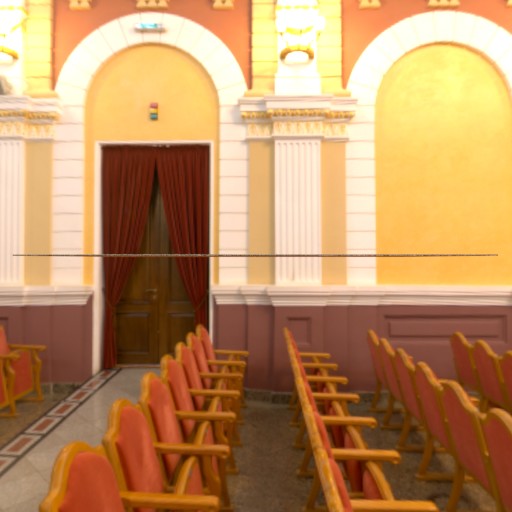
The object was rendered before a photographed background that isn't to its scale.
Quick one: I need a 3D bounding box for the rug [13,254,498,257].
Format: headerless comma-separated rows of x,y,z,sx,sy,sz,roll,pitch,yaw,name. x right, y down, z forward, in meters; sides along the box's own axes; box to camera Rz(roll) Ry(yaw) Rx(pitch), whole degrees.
0.000,0.000,2.843,2.283,0.006,1.521,0,0,1,rug
